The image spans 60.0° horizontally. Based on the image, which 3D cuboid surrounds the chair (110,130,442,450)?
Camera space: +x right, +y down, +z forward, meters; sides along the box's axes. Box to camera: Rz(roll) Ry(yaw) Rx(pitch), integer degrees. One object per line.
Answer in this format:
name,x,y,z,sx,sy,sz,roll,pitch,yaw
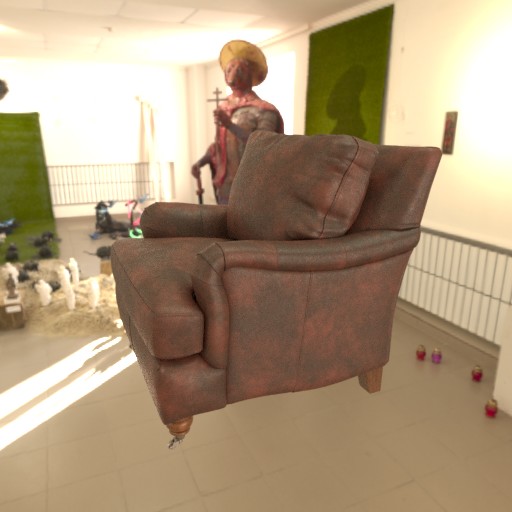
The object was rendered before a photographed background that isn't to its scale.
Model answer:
chair,0.000,0.000,1.937,1.156,1.051,0.987,-7,18,-24
